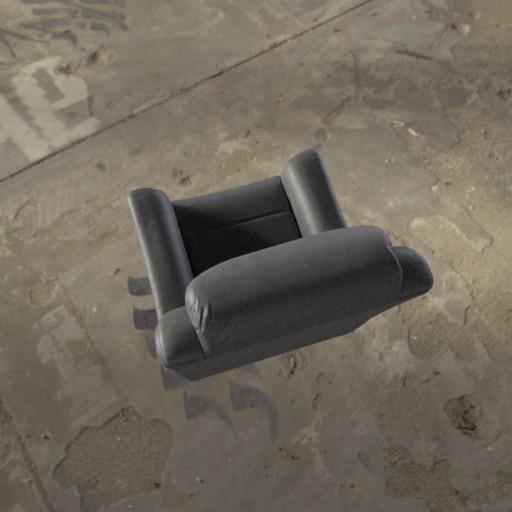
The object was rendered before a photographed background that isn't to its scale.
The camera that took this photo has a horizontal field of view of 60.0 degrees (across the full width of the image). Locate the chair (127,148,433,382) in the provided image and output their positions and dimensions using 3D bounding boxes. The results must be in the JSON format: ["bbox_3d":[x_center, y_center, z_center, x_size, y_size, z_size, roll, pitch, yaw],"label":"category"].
[{"bbox_3d":[0.000,0.000,1.929,0.967,1.116,1.068,-15,60,-9],"label":"chair"}]
